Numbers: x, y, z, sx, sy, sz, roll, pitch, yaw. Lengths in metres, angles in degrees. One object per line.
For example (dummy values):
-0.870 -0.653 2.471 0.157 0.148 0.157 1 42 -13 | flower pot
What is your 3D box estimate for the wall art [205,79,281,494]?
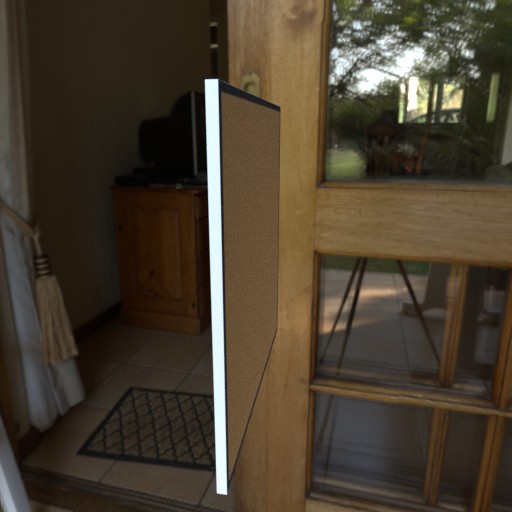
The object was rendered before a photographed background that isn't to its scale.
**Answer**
0.000 0.000 1.192 0.022 0.803 0.805 3 16 10 | wall art
